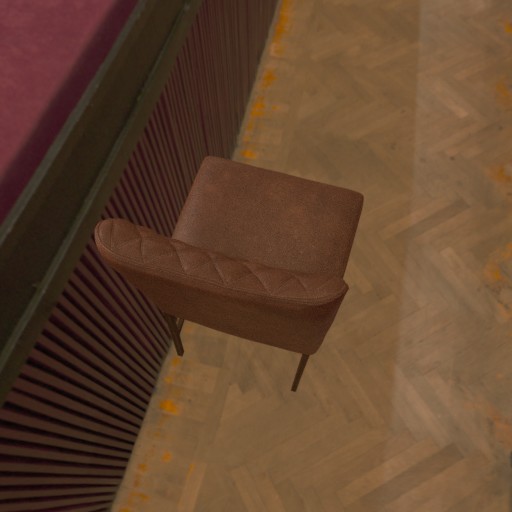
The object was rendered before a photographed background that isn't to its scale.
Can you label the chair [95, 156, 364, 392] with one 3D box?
[{"bbox_3d":[0.000,0.000,1.233,0.508,0.889,0.587,15,64,8],"label":"chair"}]
